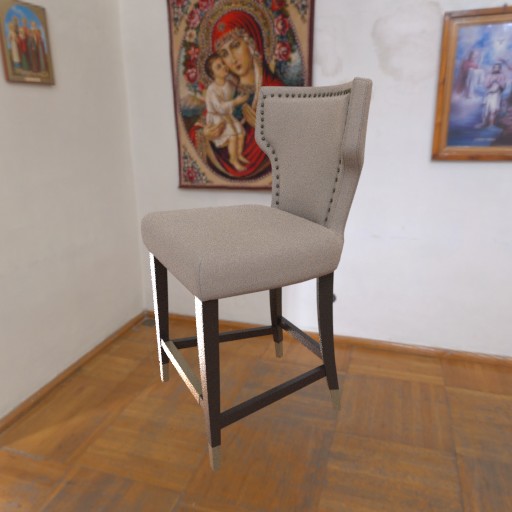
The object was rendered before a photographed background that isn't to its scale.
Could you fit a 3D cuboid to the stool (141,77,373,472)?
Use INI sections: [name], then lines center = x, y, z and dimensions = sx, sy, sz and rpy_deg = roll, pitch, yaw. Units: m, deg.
[stool]
center = 0.000, 0.000, 1.330
dimensions = 0.563, 0.982, 0.527
rpy_deg = -9, 20, -26
